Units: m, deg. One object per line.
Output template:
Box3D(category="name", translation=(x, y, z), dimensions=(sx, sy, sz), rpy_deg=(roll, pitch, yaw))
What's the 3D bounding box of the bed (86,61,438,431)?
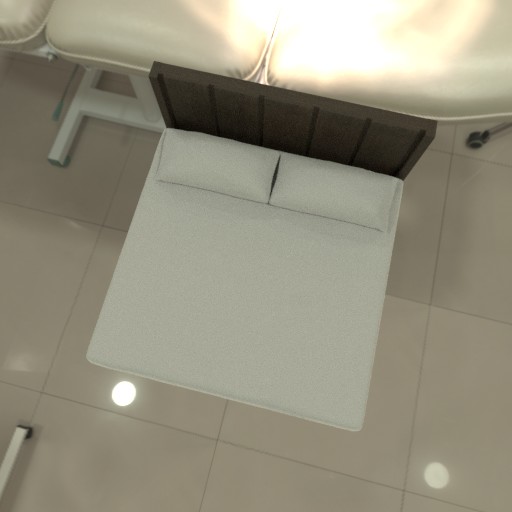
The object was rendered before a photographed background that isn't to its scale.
Box3D(category="bed", translation=(0.000, 0.000, 3.556), dimensions=(2.143, 1.261, 2.238), rpy_deg=(13, 74, 4))
